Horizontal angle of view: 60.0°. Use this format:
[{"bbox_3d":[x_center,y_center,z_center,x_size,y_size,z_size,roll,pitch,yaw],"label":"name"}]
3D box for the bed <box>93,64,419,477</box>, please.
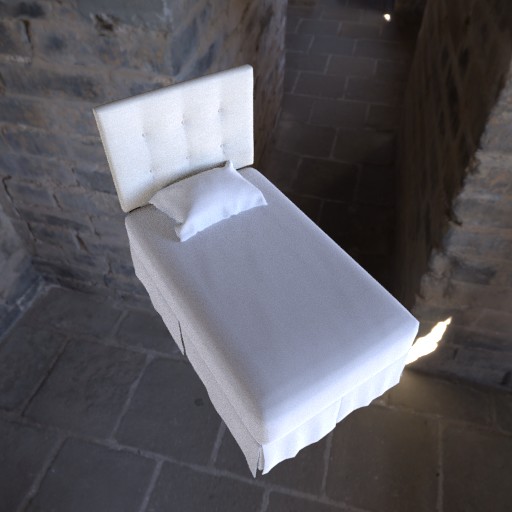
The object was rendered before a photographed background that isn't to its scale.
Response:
[{"bbox_3d":[0.000,0.000,2.936,1.261,1.571,1.997,-25,52,-22],"label":"bed"}]
